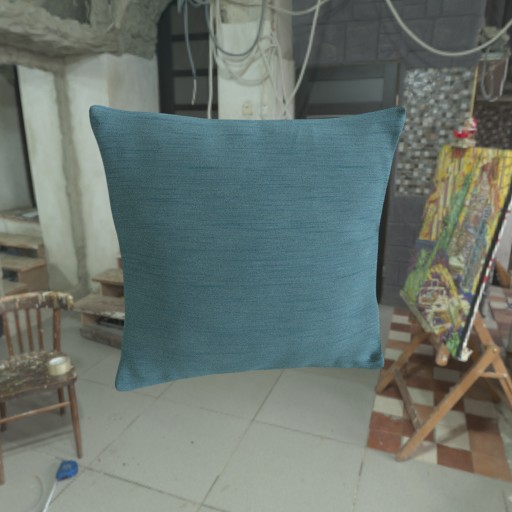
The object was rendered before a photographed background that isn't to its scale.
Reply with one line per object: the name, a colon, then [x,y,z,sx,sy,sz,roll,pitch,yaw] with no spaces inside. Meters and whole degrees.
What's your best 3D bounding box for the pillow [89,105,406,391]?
pillow: [0.000,0.000,0.644,0.433,0.415,0.151,-2,16,-8]
